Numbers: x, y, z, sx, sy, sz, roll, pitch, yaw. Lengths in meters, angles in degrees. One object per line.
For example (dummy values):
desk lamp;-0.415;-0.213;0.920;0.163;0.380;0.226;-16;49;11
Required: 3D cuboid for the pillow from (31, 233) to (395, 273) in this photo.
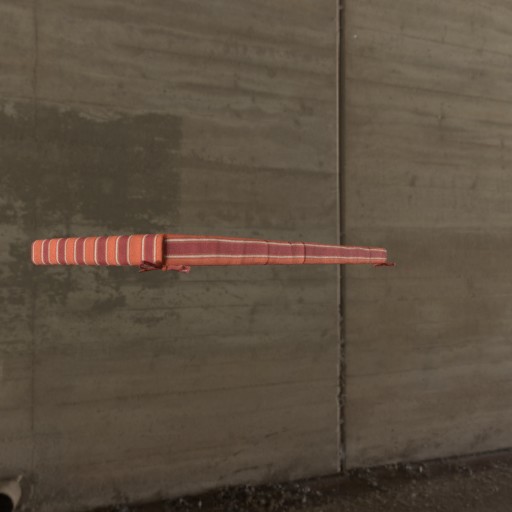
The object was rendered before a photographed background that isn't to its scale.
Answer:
pillow;0.000;0.000;1.358;0.492;0.081;1.187;0;-1;36
